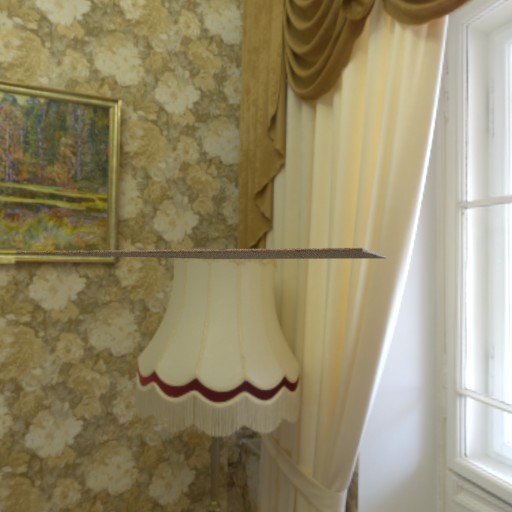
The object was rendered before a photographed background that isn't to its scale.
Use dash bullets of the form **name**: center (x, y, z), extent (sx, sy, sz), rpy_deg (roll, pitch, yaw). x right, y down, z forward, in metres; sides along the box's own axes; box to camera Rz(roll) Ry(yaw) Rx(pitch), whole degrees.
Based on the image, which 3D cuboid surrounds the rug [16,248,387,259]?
- **rug**: center (0.000, 0.000, 2.850), extent (1.547, 0.013, 2.283), rpy_deg (0, -1, 18)
